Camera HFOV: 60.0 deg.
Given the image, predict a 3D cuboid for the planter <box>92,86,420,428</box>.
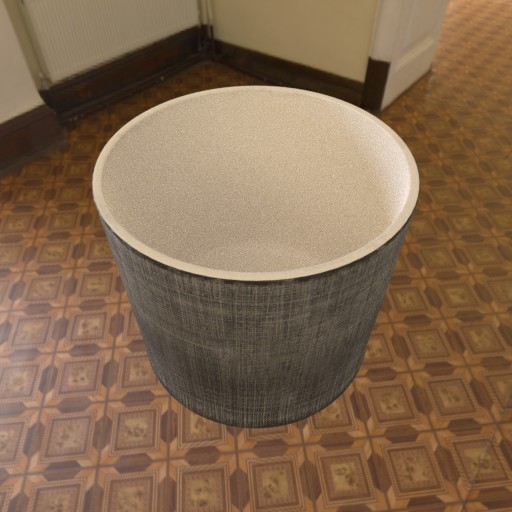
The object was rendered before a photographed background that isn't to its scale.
[{"bbox_3d":[0.000,0.000,0.305,0.178,0.157,0.178,0,47,0],"label":"planter"}]
